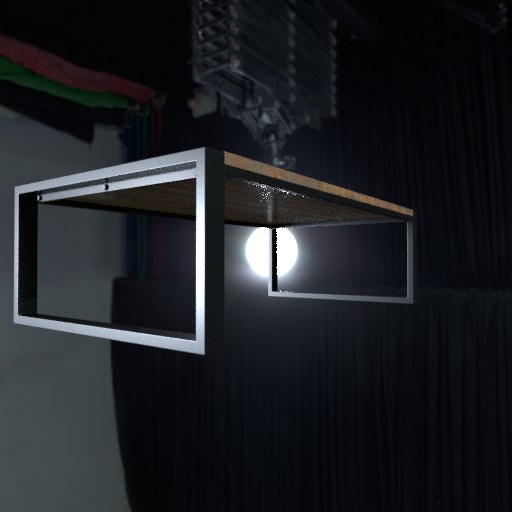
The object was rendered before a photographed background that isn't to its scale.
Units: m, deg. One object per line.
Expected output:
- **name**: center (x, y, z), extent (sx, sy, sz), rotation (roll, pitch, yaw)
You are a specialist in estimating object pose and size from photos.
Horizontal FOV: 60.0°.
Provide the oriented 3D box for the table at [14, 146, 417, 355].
- **table**: center (0.000, 0.000, 1.608), extent (0.750, 0.400, 1.350), rotation (-1, -1, 36)
